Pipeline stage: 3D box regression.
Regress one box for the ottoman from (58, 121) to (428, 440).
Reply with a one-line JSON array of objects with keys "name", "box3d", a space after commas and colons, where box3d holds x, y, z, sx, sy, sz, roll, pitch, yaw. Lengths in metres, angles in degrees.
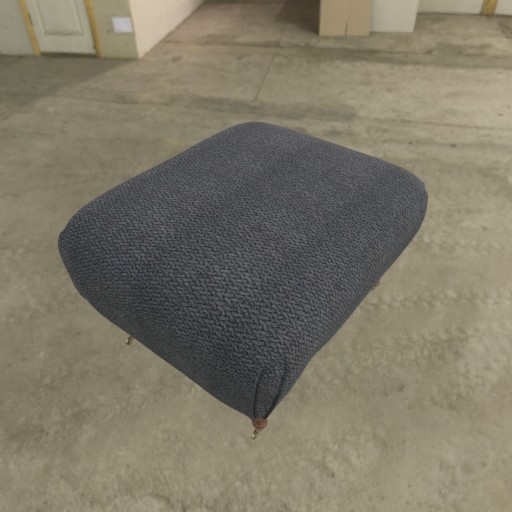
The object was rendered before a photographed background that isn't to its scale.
[{"name": "ottoman", "box3d": [0.000, 0.000, 1.145, 0.622, 0.450, 0.747, 27, 48, 27]}]
